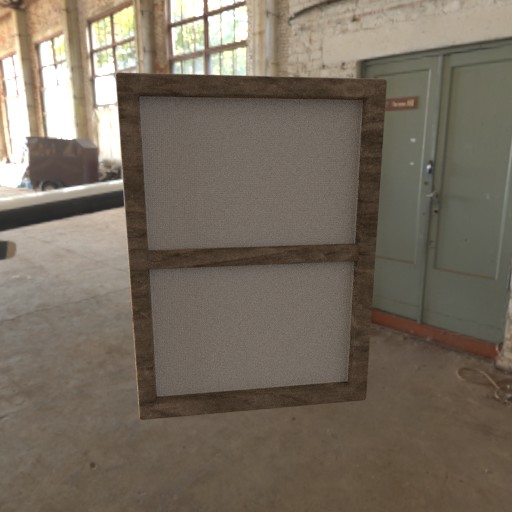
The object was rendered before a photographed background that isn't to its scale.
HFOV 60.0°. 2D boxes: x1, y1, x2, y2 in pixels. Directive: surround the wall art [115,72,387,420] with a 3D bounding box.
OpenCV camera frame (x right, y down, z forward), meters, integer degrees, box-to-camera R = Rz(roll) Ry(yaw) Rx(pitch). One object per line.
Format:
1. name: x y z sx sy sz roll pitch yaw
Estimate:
1. wall art: 0.000 0.000 0.800 0.443 0.605 0.035 -2 14 -9
